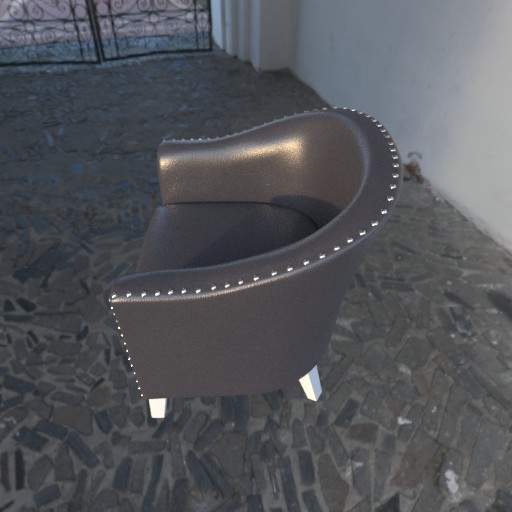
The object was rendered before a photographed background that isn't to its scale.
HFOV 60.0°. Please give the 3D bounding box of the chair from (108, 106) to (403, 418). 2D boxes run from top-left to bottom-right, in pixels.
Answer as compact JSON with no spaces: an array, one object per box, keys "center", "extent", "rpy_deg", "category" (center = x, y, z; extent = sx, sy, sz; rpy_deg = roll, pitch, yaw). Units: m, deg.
[{"center":[0.000,0.000,1.446],"extent":[0.748,0.823,0.794],"rpy_deg":[0,41,0],"category":"chair"}]
